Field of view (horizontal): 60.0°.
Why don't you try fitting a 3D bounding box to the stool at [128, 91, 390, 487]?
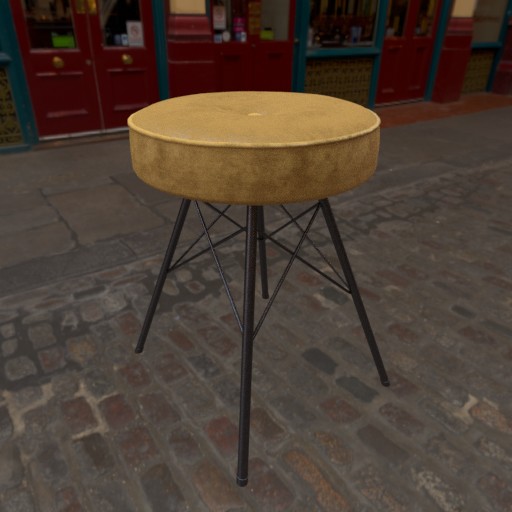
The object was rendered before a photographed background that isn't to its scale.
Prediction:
[{"bbox_3d":[0.000,0.000,0.902,0.438,0.595,0.472,-18,33,-30],"label":"stool"}]
